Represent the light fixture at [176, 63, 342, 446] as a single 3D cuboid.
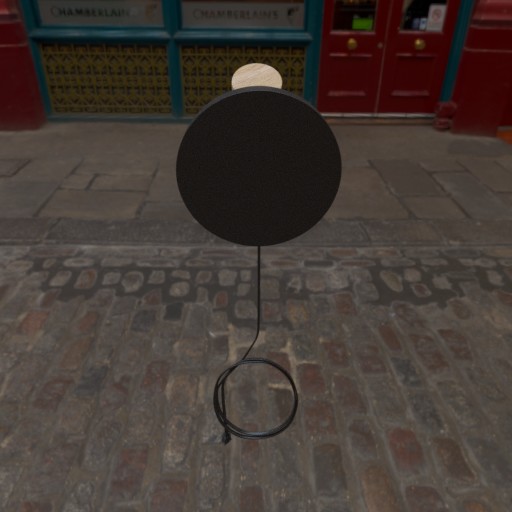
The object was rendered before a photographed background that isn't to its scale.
[{"bbox_3d":[0.000,0.000,0.492,0.127,0.401,0.203,-1,30,-1],"label":"light fixture"}]
